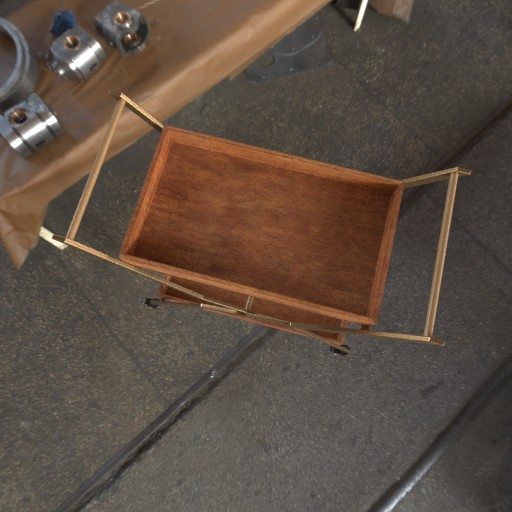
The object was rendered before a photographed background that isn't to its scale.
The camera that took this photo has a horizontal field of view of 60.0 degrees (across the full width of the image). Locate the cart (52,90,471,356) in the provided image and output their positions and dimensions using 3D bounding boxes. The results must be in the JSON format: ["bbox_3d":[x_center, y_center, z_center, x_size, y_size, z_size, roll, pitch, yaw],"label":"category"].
[{"bbox_3d":[0.000,0.000,1.333,0.836,0.869,0.405,14,76,4],"label":"cart"}]
